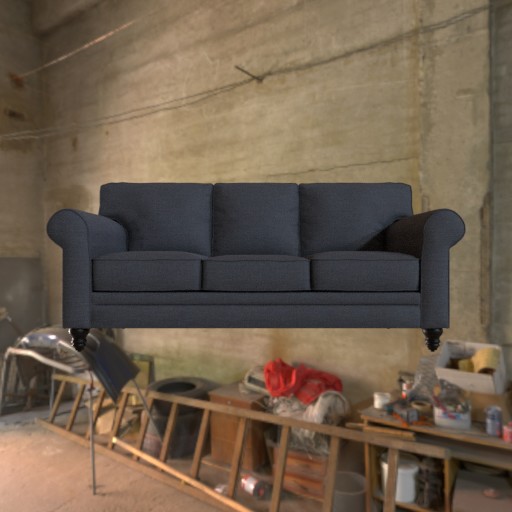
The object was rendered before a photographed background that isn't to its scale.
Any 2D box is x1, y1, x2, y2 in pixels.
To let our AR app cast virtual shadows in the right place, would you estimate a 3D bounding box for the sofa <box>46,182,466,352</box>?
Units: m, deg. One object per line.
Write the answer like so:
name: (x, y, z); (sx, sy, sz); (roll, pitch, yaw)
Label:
sofa: (0.000, 0.000, 2.606); (2.084, 0.966, 0.909); (0, -1, 0)
